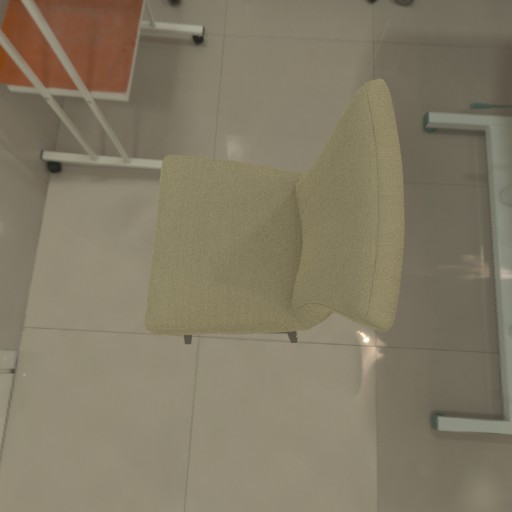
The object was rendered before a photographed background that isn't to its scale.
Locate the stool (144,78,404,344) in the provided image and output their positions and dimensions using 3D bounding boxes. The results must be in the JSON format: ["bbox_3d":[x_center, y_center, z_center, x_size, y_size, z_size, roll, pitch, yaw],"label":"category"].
[{"bbox_3d":[0.000,0.000,1.352,0.574,1.086,0.514,3,76,1],"label":"stool"}]
